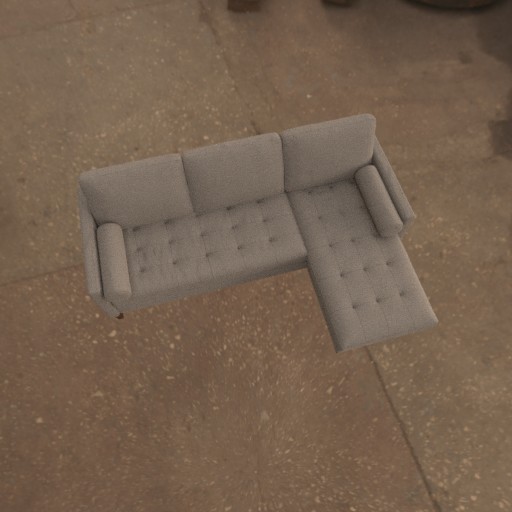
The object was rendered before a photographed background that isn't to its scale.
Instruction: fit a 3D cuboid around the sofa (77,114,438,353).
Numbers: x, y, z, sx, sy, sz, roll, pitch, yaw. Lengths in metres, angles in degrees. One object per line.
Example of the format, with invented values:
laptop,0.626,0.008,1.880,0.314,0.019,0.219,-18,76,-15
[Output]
sofa,0.000,0.000,3.004,2.178,0.875,1.506,-13,65,-6
